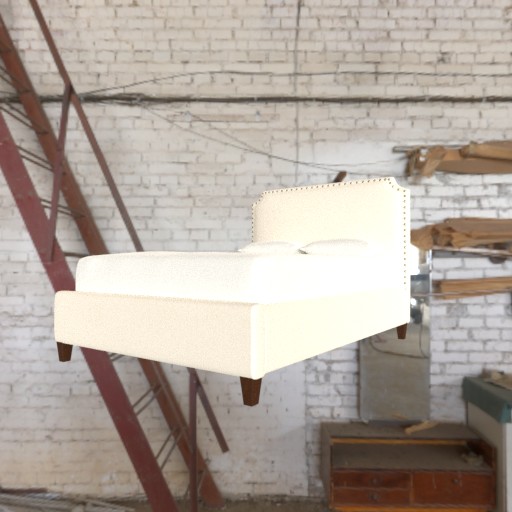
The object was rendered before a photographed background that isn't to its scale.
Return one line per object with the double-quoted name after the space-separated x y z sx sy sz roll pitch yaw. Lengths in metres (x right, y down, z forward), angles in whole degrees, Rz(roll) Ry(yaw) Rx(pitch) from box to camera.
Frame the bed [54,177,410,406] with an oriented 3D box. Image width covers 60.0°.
0.000 0.000 3.473 1.712 1.443 2.365 -1 -1 36 "bed"
